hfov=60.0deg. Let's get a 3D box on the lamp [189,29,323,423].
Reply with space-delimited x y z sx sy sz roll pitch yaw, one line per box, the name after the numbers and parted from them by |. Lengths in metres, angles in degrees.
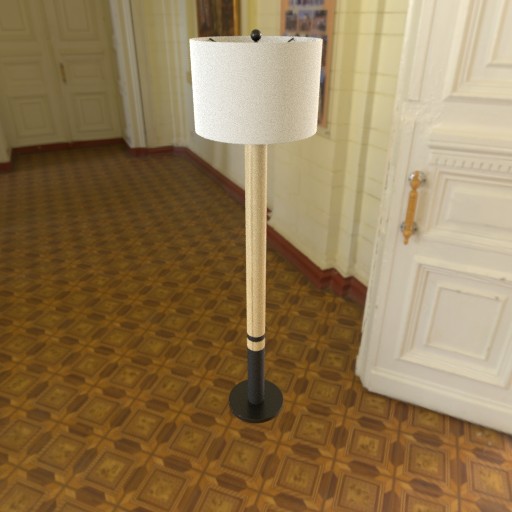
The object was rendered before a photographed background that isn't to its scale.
0.000 0.000 1.622 0.381 1.478 0.381 10 30 17 | lamp
